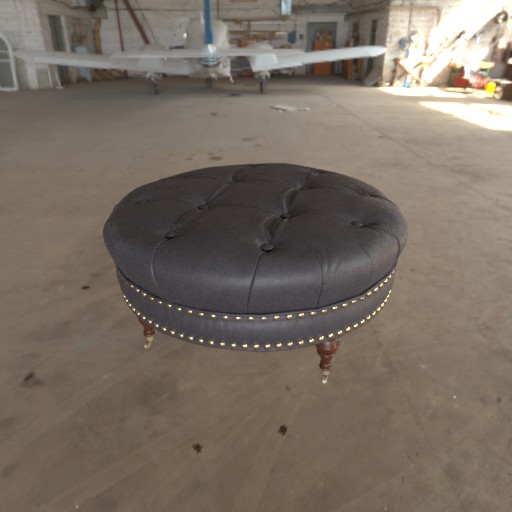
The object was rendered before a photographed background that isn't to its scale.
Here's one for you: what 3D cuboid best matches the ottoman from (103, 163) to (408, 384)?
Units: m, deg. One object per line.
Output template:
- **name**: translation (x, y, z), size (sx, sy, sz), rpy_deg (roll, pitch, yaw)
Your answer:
- **ottoman**: translation (0.000, 0.000, 1.416), size (0.901, 0.439, 0.901), rpy_deg (0, 26, 0)
